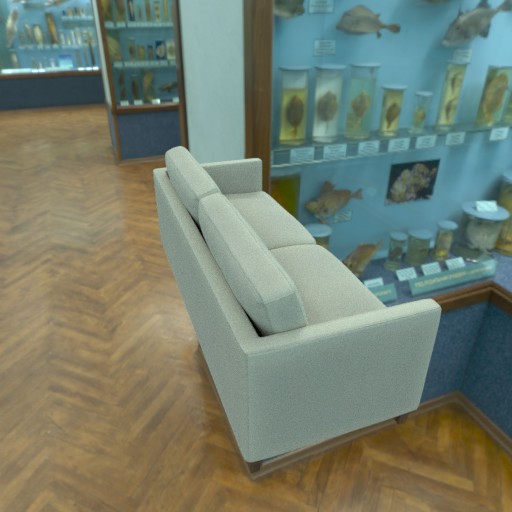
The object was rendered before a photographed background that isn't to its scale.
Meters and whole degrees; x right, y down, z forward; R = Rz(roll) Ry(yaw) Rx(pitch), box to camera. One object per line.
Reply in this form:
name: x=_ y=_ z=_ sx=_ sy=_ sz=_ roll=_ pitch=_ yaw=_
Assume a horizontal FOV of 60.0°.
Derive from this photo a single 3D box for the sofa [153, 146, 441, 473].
sofa: x=0.000 y=0.000 z=2.880 sx=0.951 sy=0.968 sz=2.361 roll=-10 pitch=31 yaw=-17
